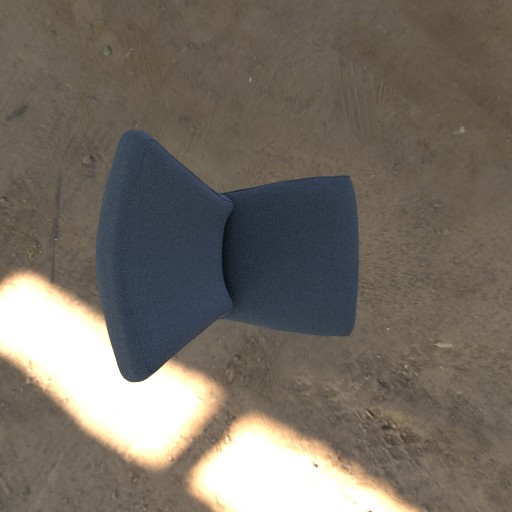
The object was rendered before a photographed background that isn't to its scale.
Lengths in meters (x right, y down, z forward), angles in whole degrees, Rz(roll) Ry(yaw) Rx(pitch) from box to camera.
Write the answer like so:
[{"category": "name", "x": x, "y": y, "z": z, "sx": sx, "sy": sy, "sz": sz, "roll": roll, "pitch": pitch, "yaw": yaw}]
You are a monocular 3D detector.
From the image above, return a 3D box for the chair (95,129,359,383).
[{"category": "chair", "x": 0.000, "y": 0.000, "z": 1.375, "sx": 0.660, "sy": 0.991, "sz": 0.520, "roll": 0, "pitch": 90, "yaw": 1}]
